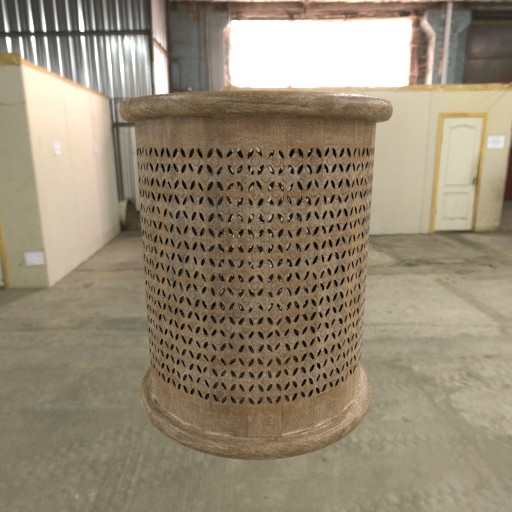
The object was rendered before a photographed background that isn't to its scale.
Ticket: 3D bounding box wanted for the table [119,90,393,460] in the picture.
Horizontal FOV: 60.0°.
[{"bbox_3d":[0.000,0.000,0.745,0.407,0.482,0.407,0,14,0],"label":"table"}]
